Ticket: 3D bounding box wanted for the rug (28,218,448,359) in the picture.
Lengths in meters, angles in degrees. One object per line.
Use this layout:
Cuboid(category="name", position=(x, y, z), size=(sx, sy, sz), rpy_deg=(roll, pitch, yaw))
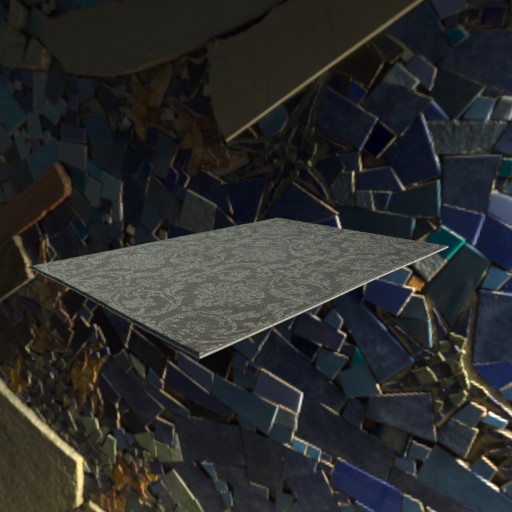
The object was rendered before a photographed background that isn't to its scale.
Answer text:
Cuboid(category="rug", position=(0.000, 0.000, 2.831), size=(1.578, 0.014, 2.206), rpy_deg=(14, 21, 42))
